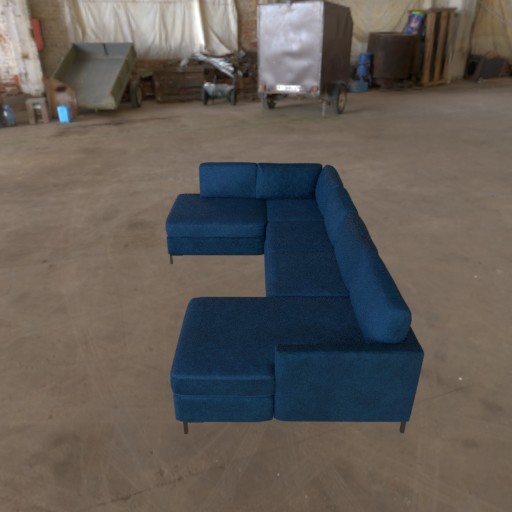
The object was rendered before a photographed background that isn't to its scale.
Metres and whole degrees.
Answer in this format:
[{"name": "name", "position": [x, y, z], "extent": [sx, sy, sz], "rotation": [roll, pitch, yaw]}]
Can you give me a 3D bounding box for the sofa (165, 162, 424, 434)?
[{"name": "sofa", "position": [0.000, 0.000, 4.282], "extent": [2.055, 0.992, 3.434], "rotation": [0, 27, 0]}]
